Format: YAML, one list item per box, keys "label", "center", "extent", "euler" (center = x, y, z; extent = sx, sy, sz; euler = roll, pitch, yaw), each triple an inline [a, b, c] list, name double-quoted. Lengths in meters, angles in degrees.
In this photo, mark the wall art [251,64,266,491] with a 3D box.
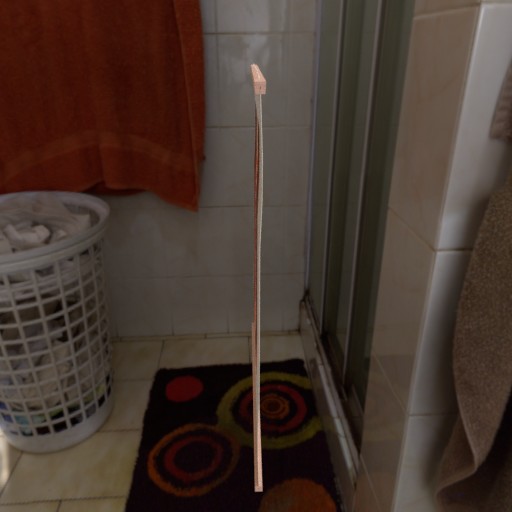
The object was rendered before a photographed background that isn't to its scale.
- label: "wall art"
  center: [0.000, 0.000, 1.293]
  extent: [0.020, 1.013, 0.758]
  euler: [0, 25, -1]
